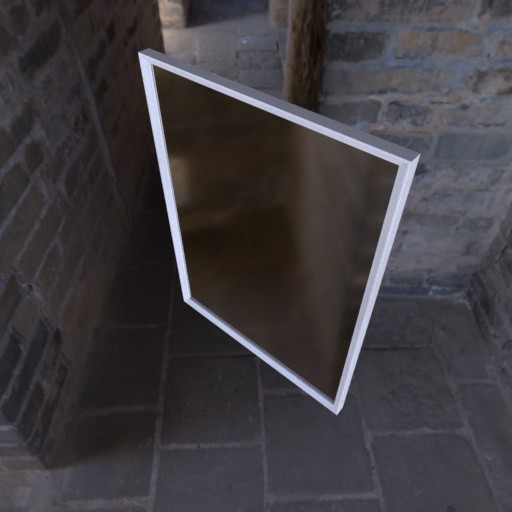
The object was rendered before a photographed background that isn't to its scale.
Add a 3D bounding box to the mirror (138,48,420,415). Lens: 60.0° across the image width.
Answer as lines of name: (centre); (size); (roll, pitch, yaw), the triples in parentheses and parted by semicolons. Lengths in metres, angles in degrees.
mirror: (0.000, 0.000, 1.335); (0.762, 1.016, 0.041); (32, 53, 27)
